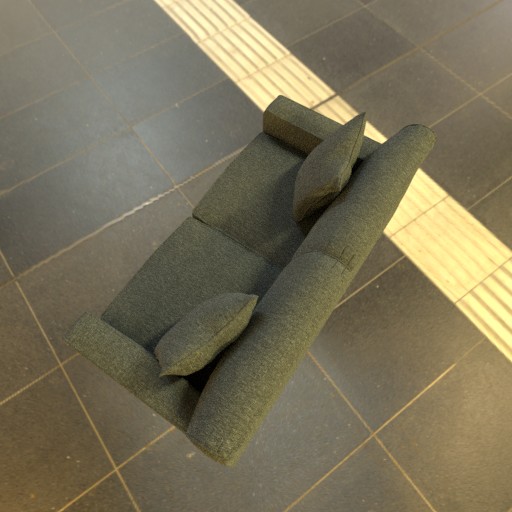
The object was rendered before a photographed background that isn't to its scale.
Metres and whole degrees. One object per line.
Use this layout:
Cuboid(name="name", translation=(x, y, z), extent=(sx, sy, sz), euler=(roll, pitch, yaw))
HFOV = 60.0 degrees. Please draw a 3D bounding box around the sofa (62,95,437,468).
Cuboid(name="sofa", translation=(0.000, 0.000, 2.381), extent=(0.998, 0.958, 1.846), euler=(31, 68, 14))
